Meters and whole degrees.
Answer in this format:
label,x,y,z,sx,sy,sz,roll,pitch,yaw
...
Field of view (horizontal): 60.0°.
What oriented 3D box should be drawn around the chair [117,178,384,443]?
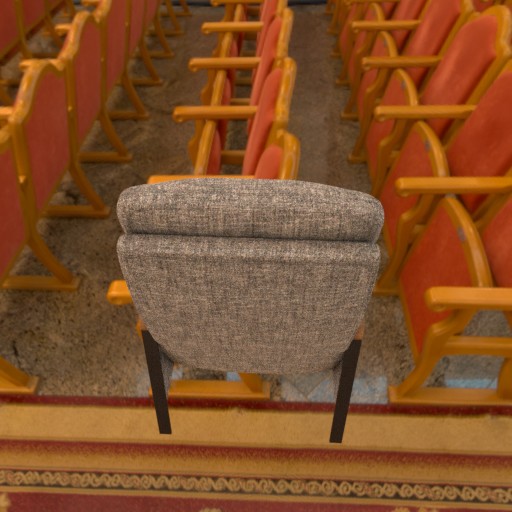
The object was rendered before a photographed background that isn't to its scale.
label,x,y,z,sx,sy,sz,roll,pitch,yaw
chair,0.000,0.000,1.558,0.671,1.042,0.868,2,46,2
